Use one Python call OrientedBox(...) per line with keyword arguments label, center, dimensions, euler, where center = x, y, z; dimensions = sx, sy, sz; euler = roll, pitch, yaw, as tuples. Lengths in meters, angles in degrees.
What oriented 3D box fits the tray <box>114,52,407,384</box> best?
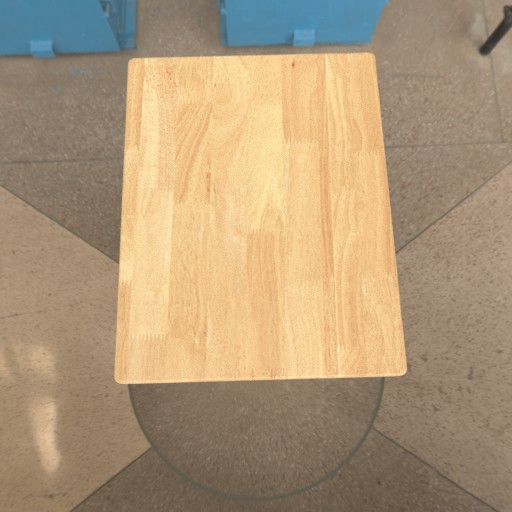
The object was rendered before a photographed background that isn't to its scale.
OrientedBox(label="tray", center=(0.000, 0.000, 0.947), dimensions=(0.381, 0.660, 0.483), euler=(-2, 77, 0))
